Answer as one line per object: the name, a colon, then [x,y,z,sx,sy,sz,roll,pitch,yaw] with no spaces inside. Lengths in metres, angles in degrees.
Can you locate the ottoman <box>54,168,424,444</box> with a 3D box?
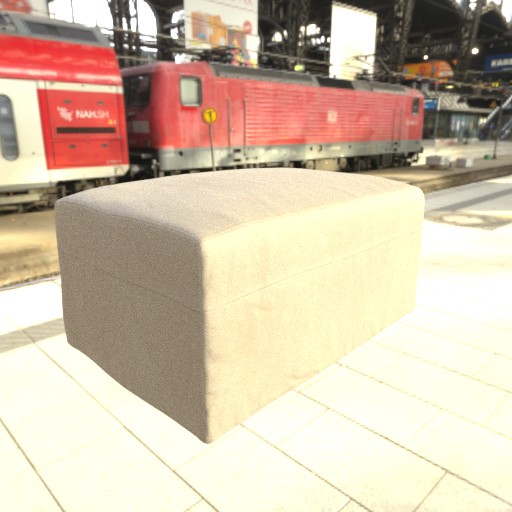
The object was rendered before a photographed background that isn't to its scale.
ottoman: [0.000,0.000,1.212,0.590,0.444,0.872,15,22,41]
